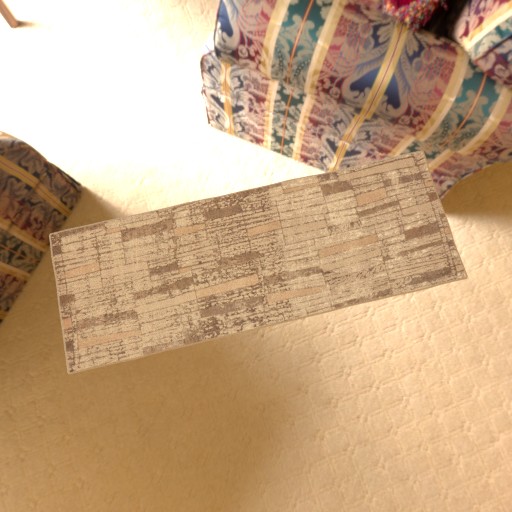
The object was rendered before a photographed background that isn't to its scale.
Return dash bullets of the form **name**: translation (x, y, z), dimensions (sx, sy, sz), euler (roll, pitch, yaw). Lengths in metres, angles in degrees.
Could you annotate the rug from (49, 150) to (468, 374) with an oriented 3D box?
- **rug**: translation (0.000, 0.000, 2.654), dimensions (2.383, 0.018, 0.857), euler (-13, 77, -3)
